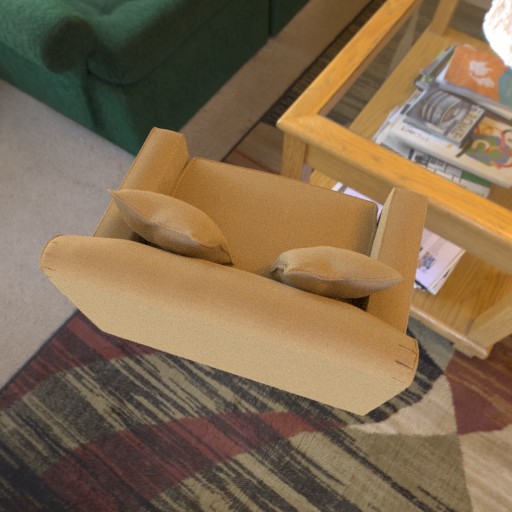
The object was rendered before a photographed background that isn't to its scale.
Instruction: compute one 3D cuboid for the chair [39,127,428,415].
[{"bbox_3d":[0.000,0.000,2.072,1.383,0.948,1.000,16,64,8],"label":"chair"}]
